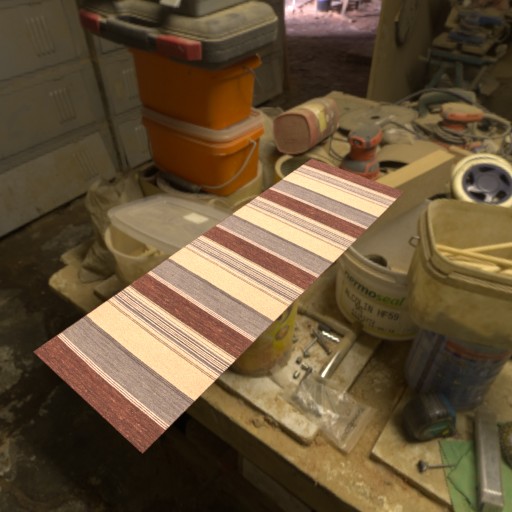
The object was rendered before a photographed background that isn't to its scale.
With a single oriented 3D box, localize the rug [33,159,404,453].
[{"bbox_3d":[0.000,0.000,2.664,0.792,0.006,2.437,27,48,28],"label":"rug"}]
